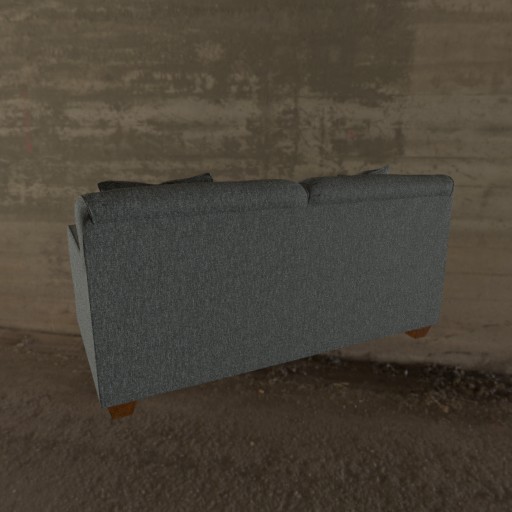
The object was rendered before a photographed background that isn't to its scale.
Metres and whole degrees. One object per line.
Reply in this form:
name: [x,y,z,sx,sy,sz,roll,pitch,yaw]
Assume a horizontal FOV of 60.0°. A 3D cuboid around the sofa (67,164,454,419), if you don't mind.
sofa: [0.000,0.000,2.423,1.846,0.958,0.998,-7,17,-25]
